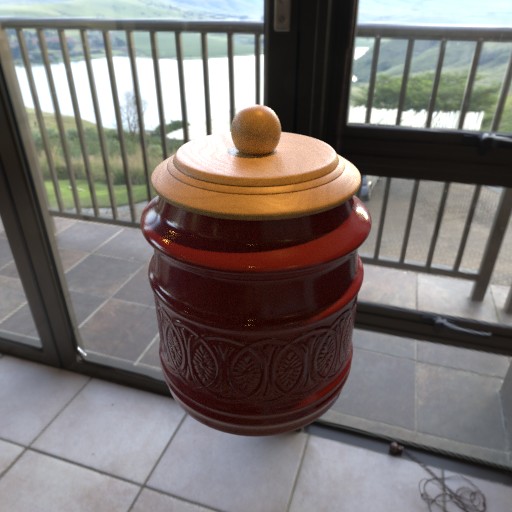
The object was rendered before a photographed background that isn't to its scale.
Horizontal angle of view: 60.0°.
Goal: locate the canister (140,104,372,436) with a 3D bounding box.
[{"bbox_3d":[0.000,0.000,0.269,0.130,0.176,0.130,0,30,0],"label":"canister"}]
